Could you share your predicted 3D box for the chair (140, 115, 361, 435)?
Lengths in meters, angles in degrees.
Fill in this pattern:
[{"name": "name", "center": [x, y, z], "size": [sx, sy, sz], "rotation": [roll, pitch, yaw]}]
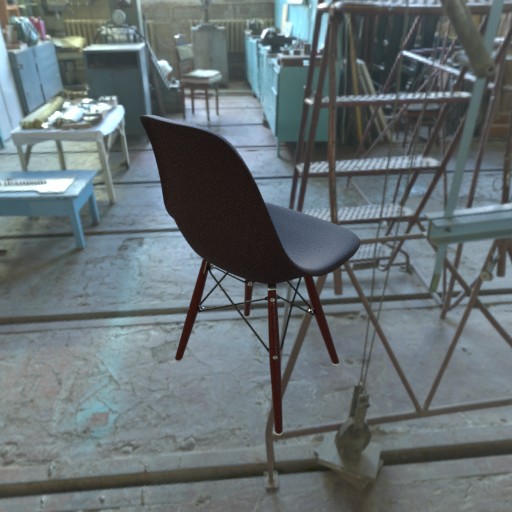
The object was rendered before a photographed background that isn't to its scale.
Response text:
[{"name": "chair", "center": [0.000, 0.000, 1.207], "size": [0.470, 0.826, 0.533], "rotation": [23, 38, 33]}]
